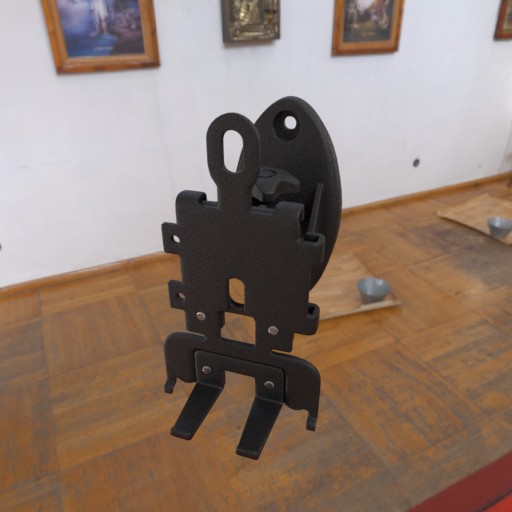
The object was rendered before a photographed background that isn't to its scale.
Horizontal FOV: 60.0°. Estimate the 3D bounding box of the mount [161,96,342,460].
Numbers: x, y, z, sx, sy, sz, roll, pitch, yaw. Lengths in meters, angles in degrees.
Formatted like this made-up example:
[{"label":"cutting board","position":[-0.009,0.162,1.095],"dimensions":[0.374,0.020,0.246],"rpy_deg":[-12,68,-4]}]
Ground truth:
[{"label":"mount","position":[0.000,0.000,0.177],"dimensions":[0.066,0.118,0.100],"rpy_deg":[9,29,16]}]
